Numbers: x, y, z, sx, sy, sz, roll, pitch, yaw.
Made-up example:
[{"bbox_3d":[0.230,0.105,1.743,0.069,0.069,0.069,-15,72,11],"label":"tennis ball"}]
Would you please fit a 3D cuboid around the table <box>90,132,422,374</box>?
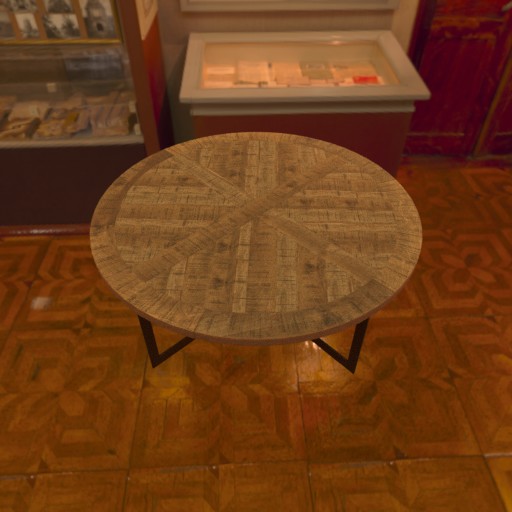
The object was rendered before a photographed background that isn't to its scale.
[{"bbox_3d":[0.000,0.000,1.918,1.264,0.516,1.264,0,43,0],"label":"table"}]
